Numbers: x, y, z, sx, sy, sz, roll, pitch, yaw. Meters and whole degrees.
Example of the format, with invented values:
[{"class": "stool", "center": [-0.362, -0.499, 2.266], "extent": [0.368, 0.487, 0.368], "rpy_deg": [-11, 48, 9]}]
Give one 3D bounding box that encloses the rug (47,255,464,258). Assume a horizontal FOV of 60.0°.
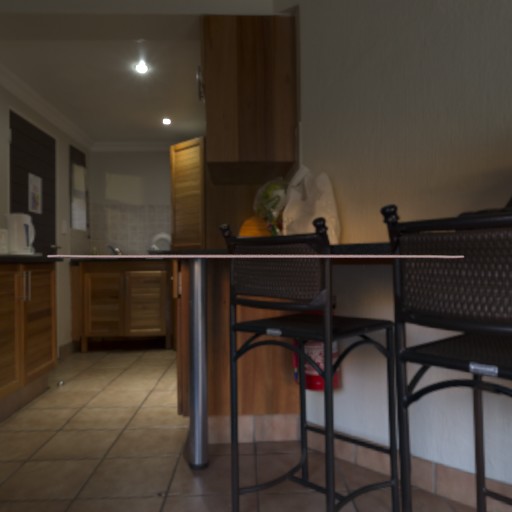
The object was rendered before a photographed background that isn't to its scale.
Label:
[{"class": "rug", "center": [0.000, 0.000, 4.147], "extent": [2.479, 0.023, 3.092], "rpy_deg": [0, 0, 0]}]
